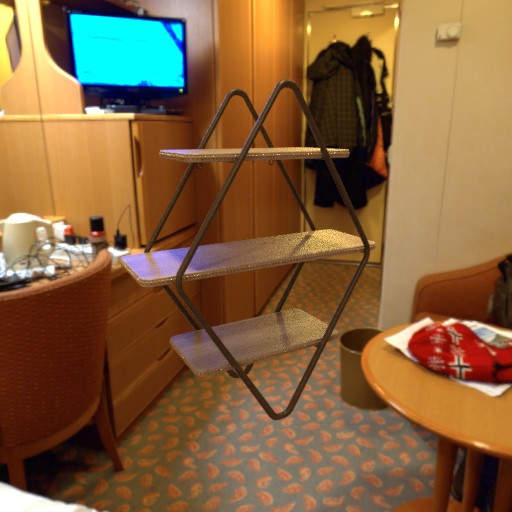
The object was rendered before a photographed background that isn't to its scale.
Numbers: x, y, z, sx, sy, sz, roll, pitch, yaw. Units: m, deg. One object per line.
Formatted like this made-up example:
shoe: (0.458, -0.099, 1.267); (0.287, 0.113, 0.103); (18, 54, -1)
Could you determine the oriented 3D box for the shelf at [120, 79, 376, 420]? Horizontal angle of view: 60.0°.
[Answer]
shelf: (0.000, 0.000, 1.065); (0.609, 0.774, 0.234); (-9, 18, -28)
